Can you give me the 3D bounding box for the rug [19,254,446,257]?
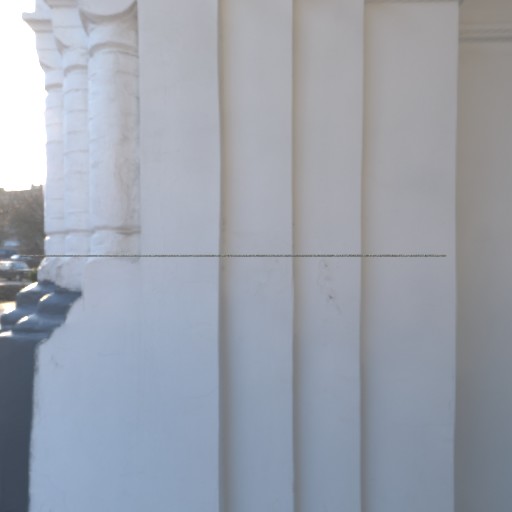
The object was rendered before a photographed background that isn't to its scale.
[{"bbox_3d":[0.000,0.000,4.107,3.034,0.012,2.471,0,0,18],"label":"rug"}]
